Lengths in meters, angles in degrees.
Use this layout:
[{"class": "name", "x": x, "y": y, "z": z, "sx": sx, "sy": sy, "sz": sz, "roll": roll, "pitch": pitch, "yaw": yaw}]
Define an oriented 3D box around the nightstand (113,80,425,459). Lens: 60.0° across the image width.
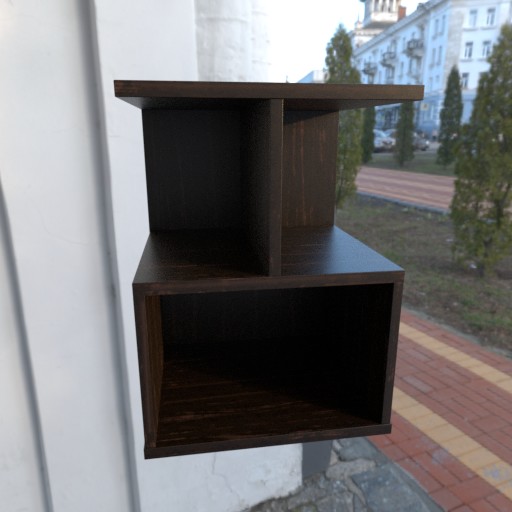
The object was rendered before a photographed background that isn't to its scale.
[{"class": "nightstand", "x": 0.000, "y": 0.000, "z": 0.804, "sx": 0.400, "sy": 0.559, "sz": 0.356, "roll": -2, "pitch": 16, "yaw": -8}]
